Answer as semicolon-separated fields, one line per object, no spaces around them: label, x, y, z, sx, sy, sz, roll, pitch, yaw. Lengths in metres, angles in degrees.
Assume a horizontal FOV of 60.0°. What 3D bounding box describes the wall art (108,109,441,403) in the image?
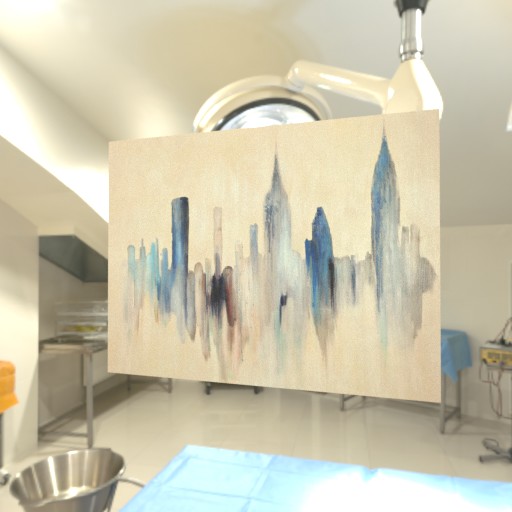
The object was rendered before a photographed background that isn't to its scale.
wall art;0.000;0.000;1.324;1.016;0.762;0.038;0;-1;18
